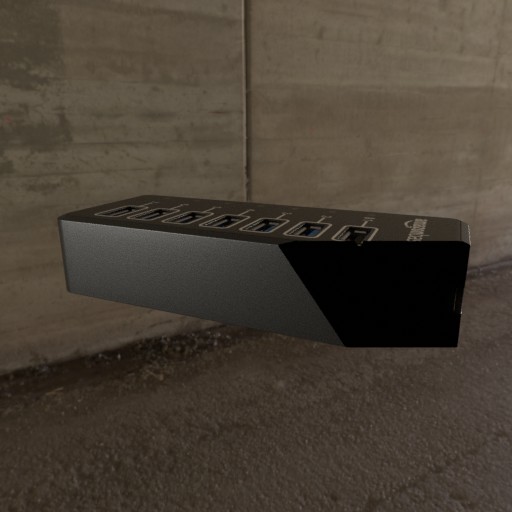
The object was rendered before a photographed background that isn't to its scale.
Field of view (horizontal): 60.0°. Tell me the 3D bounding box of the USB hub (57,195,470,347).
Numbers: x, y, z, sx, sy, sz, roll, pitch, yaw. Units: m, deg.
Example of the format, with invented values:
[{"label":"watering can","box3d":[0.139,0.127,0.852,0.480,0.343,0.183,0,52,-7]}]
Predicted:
[{"label":"USB hub","box3d":[0.000,0.000,0.128,0.110,0.023,0.044,7,18,23]}]
